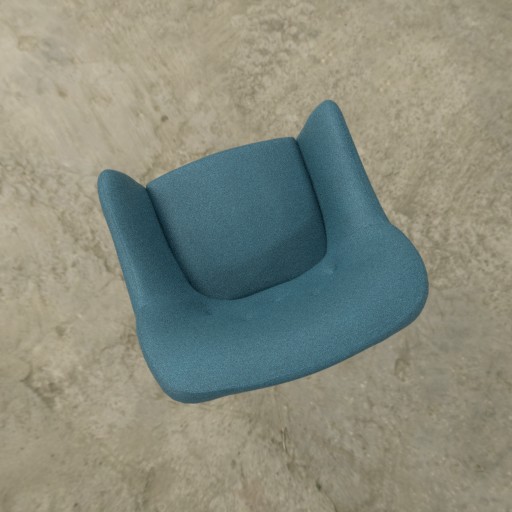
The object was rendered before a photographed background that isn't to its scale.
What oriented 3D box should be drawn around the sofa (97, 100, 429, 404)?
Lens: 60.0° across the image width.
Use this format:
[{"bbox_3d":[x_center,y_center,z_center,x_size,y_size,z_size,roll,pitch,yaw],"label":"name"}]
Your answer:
[{"bbox_3d":[0.000,0.000,1.518,0.836,0.817,0.825,-19,76,-5],"label":"sofa"}]
